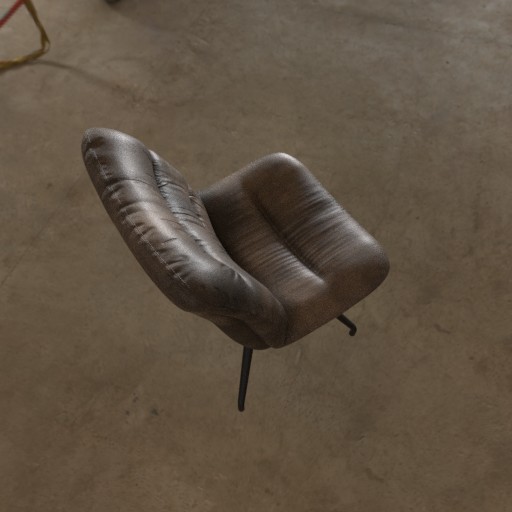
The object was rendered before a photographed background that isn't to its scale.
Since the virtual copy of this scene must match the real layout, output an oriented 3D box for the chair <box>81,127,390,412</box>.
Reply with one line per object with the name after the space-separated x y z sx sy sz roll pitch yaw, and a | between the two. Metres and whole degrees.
0.000 0.000 1.240 0.622 0.870 0.549 -30 63 -17 | chair
